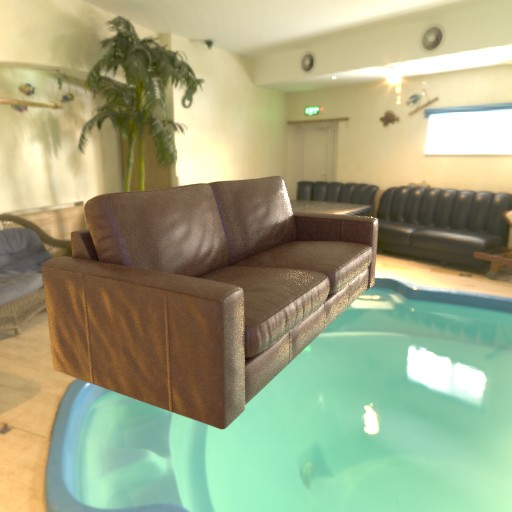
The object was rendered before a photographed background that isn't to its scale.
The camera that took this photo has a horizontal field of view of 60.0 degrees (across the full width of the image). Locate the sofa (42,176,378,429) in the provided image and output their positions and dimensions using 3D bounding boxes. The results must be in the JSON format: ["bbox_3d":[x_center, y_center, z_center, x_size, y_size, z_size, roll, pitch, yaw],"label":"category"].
[{"bbox_3d":[0.000,0.000,2.710,1.016,0.873,2.179,7,15,28],"label":"sofa"}]
